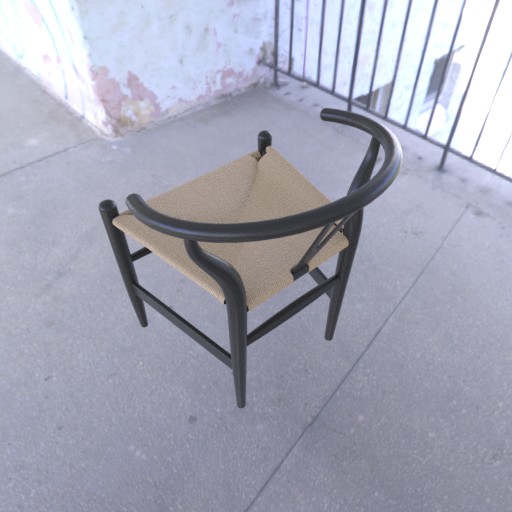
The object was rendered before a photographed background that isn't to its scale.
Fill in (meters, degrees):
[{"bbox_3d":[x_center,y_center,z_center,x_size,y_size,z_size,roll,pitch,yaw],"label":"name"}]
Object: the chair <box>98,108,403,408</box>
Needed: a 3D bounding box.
[{"bbox_3d":[0.000,0.000,1.141,0.570,0.739,0.570,-31,54,-26],"label":"chair"}]
